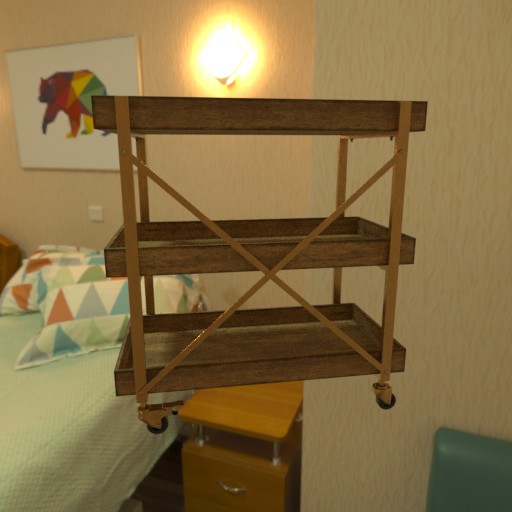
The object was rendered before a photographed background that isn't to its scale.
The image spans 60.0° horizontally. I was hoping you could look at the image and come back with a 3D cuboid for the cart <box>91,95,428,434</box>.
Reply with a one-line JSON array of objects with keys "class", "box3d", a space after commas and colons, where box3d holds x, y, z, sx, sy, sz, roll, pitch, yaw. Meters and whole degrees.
[{"class": "cart", "box3d": [0.000, 0.000, 1.241, 0.750, 0.799, 0.416, -2, 14, -9]}]
